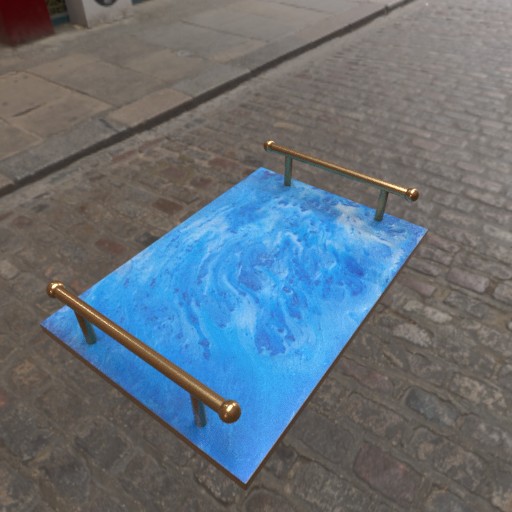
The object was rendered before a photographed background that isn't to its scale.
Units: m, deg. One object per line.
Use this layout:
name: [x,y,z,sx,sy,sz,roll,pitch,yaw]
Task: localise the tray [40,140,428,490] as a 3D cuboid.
tray: [0.000,0.000,0.567,0.304,0.084,0.444,26,48,26]
